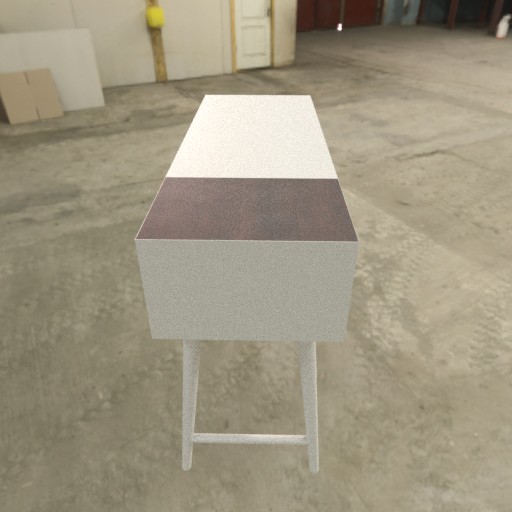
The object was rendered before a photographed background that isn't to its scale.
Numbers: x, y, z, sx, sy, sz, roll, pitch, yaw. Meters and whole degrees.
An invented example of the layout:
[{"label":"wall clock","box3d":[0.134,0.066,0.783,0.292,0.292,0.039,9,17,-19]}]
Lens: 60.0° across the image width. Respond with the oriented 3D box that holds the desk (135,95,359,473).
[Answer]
[{"label":"desk","box3d":[0.000,0.000,1.442,0.409,0.761,1.069,1,33,1]}]
